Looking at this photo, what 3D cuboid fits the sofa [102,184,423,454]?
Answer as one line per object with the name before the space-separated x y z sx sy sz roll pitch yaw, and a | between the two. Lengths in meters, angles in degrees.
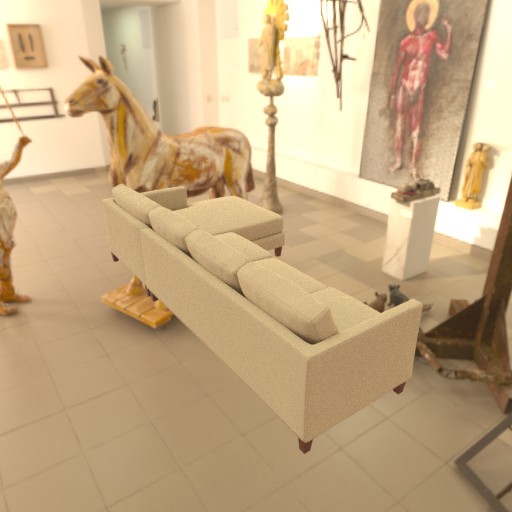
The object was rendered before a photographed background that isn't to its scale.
sofa | 0.000 0.000 3.871 1.625 0.861 3.186 -17 30 -32
